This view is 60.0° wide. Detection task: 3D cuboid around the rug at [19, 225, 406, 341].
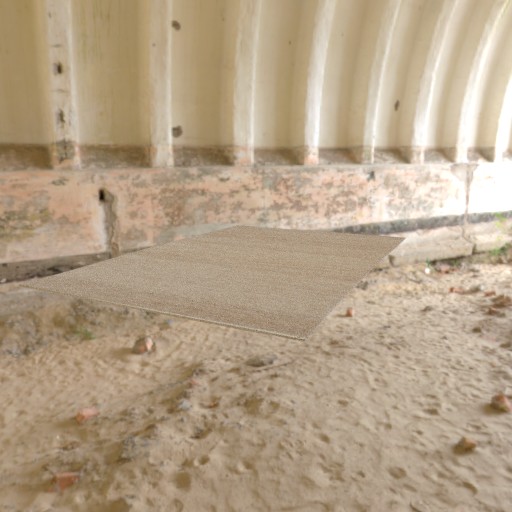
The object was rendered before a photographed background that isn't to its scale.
[{"bbox_3d":[0.000,0.000,2.957,1.574,0.029,2.346,6,14,26],"label":"rug"}]
